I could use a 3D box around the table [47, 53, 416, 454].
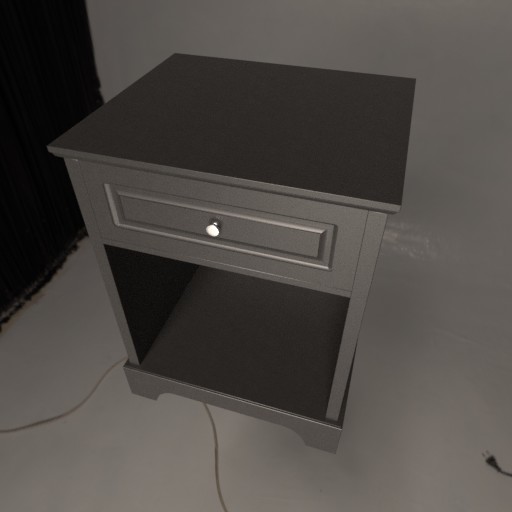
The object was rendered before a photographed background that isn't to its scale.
[{"bbox_3d":[0.000,0.000,0.882,0.460,0.610,0.399,12,43,13],"label":"table"}]
